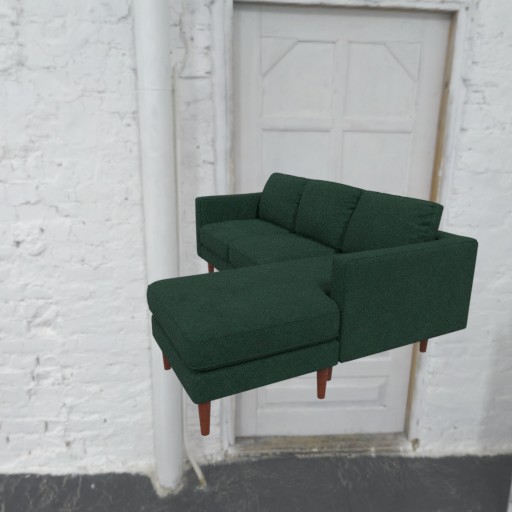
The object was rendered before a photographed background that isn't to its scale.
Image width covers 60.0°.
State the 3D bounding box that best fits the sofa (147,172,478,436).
[{"bbox_3d":[0.000,0.000,2.871,1.580,0.899,2.030,-8,18,-25],"label":"sofa"}]
